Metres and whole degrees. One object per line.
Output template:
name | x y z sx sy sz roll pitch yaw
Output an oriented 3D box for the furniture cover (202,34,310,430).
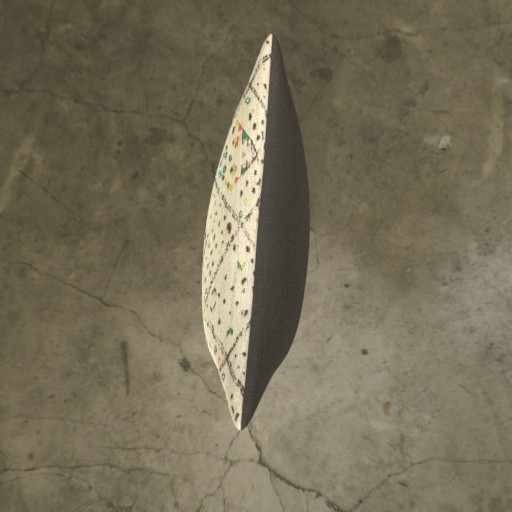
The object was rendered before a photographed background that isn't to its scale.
furniture cover | 0.000 0.000 0.783 0.180 0.498 0.525 4 76 1
